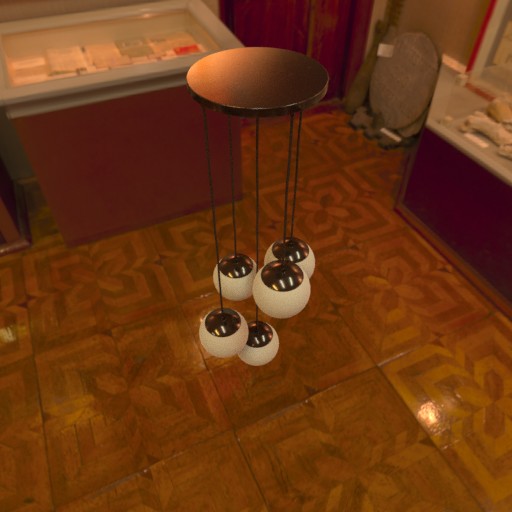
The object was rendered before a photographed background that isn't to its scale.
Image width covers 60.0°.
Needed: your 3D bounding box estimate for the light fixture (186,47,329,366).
[{"bbox_3d":[0.000,0.000,1.535,0.484,1.271,0.489,-17,48,-16],"label":"light fixture"}]
